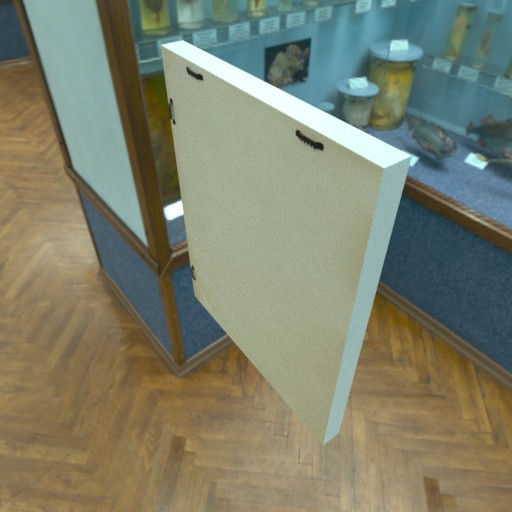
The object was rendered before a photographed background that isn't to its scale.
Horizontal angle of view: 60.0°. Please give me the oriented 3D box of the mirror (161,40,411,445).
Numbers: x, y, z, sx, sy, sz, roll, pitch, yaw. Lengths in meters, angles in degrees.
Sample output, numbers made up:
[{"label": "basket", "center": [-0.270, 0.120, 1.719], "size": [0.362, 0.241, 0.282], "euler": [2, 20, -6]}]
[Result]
[{"label": "mirror", "center": [0.000, 0.000, 0.669], "size": [0.041, 0.509, 0.406], "euler": [-26, 48, -26]}]
